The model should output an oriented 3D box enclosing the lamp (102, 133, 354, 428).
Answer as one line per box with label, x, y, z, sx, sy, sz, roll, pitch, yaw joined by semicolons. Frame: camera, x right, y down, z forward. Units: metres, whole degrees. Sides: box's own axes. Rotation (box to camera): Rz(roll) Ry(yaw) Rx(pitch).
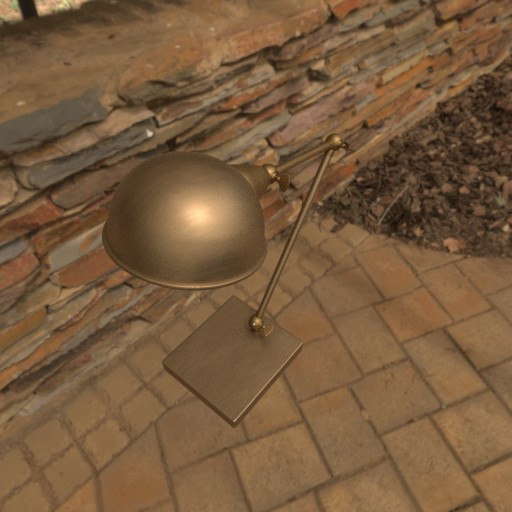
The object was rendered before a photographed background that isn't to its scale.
lamp;0.000;0.000;0.537;0.149;0.371;0.339;31;55;25
